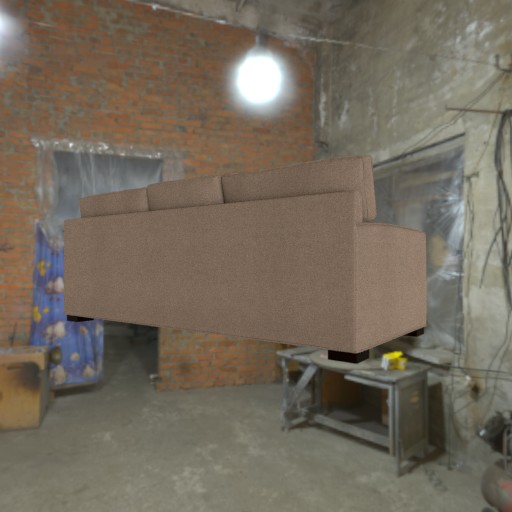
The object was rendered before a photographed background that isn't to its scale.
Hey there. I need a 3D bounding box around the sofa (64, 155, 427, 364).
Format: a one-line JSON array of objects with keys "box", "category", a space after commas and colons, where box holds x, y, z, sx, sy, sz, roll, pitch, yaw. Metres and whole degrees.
[{"box": [0.000, 0.000, 2.917, 2.087, 0.861, 1.496, 0, -1, 37], "category": "sofa"}]
